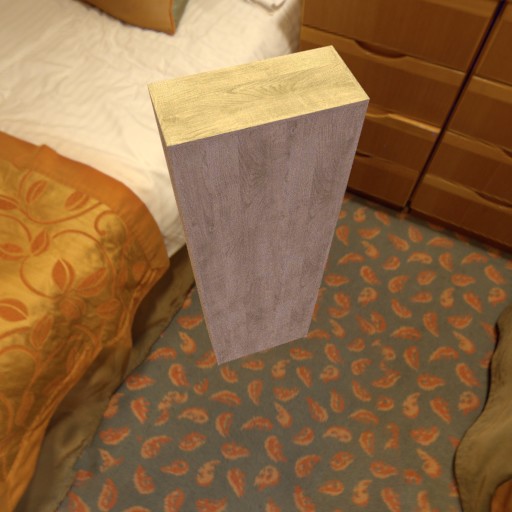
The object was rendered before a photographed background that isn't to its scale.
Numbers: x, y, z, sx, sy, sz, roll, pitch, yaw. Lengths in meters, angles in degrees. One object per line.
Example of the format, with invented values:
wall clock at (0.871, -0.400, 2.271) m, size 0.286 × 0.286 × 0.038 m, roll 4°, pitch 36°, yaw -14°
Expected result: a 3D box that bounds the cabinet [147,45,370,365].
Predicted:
cabinet at (0.000, 0.000, 1.828) m, size 0.520 × 1.630 × 0.250 m, roll -16°, pitch 60°, yaw -10°
